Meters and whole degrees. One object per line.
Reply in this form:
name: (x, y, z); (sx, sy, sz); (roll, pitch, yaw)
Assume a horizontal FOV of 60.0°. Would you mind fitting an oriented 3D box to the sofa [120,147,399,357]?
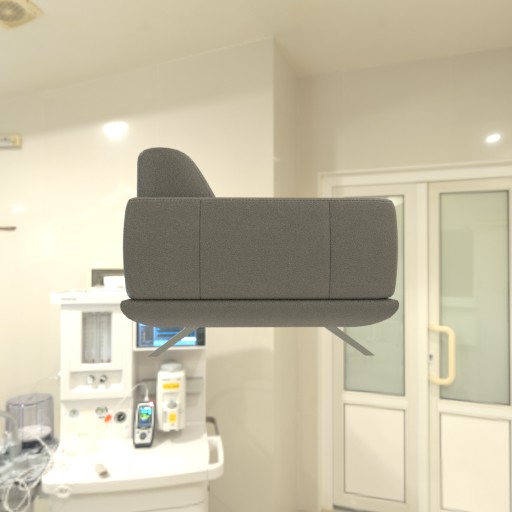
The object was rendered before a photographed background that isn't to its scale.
sofa: (0.000, 0.000, 2.321); (0.900, 0.772, 1.901); (0, -1, -1)
